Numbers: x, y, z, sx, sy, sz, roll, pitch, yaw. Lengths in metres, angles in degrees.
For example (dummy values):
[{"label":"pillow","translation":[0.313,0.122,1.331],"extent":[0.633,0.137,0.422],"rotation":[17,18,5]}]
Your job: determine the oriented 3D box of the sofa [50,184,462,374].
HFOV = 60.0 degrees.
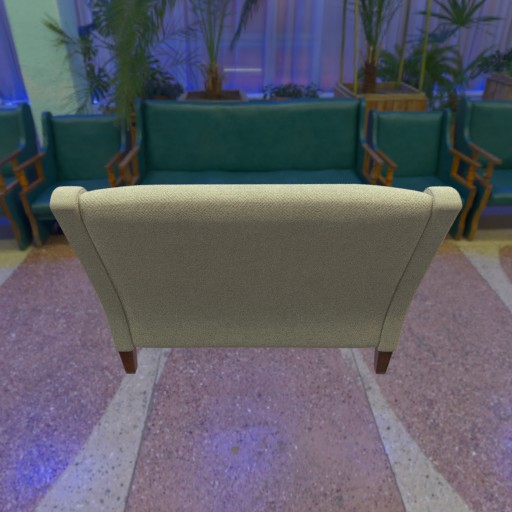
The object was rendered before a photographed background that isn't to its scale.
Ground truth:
[{"label":"sofa","translation":[0.000,0.000,1.915],"extent":[1.212,0.976,0.946],"rotation":[0,31,0]}]
